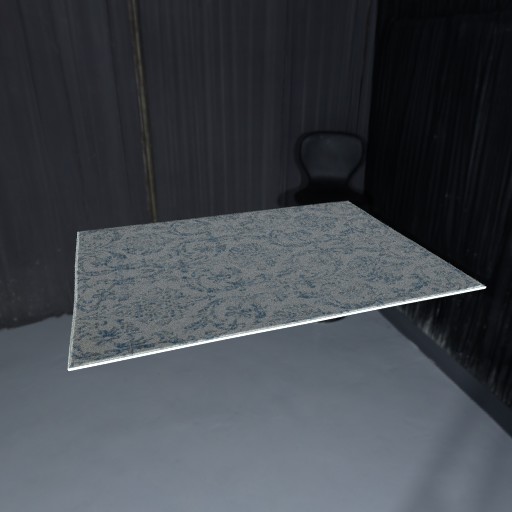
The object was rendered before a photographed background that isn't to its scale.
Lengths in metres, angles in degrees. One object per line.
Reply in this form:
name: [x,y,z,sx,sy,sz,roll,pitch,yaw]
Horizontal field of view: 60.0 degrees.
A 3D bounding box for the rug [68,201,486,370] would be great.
rug: [0.000,0.000,2.852,2.197,0.014,1.586,-8,27,-17]
